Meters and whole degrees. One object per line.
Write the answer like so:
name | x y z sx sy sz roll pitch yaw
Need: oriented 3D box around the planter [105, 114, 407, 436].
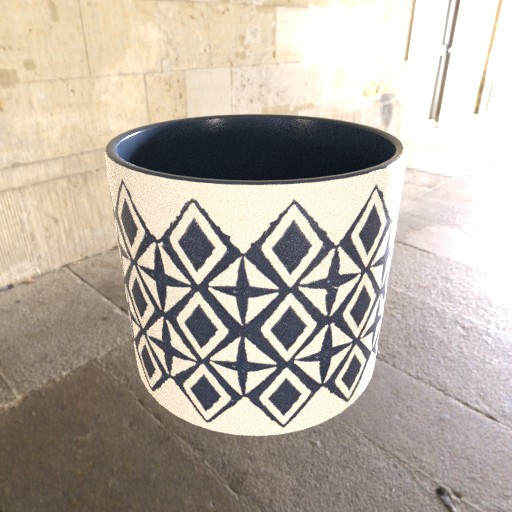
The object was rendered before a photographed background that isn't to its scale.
planter | 0.000 0.000 0.274 0.159 0.144 0.159 0 27 0
